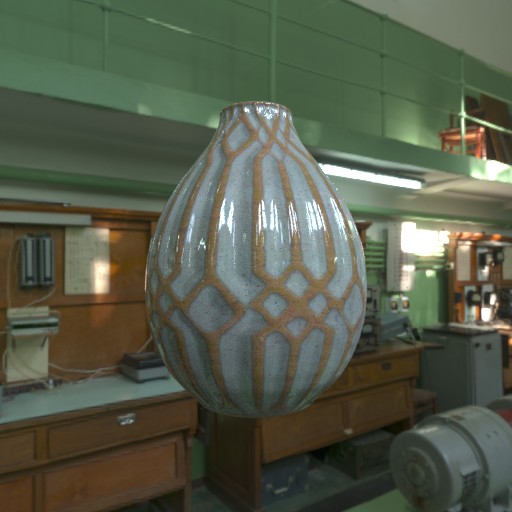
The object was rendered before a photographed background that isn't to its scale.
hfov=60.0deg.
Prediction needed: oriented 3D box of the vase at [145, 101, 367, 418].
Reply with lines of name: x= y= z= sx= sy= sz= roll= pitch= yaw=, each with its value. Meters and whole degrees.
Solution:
vase: x=0.000 y=0.000 z=0.270 sx=0.131 sy=0.175 sz=0.131 roll=0 pitch=-1 yaw=0
